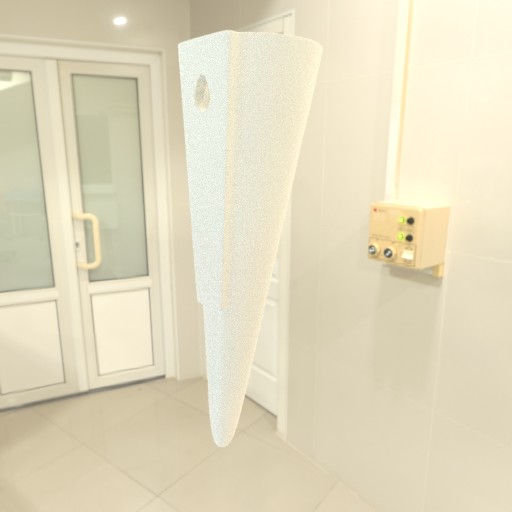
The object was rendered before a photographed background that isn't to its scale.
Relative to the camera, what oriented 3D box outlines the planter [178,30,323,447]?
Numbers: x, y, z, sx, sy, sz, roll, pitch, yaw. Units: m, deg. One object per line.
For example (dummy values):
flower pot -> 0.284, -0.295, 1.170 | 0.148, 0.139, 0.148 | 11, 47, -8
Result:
planter -> 0.000, 0.000, 0.223 | 0.057, 0.193, 0.064 | 13, 19, 43
